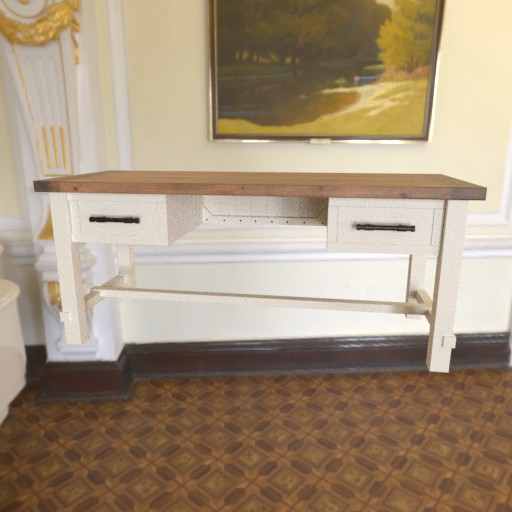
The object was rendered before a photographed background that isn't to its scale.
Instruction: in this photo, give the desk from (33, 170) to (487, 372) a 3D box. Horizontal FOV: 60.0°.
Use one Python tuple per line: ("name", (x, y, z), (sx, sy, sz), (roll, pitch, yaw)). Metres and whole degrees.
("desk", (0.000, 0.000, 2.167), (1.803, 0.762, 0.688), (2, 15, 9))
